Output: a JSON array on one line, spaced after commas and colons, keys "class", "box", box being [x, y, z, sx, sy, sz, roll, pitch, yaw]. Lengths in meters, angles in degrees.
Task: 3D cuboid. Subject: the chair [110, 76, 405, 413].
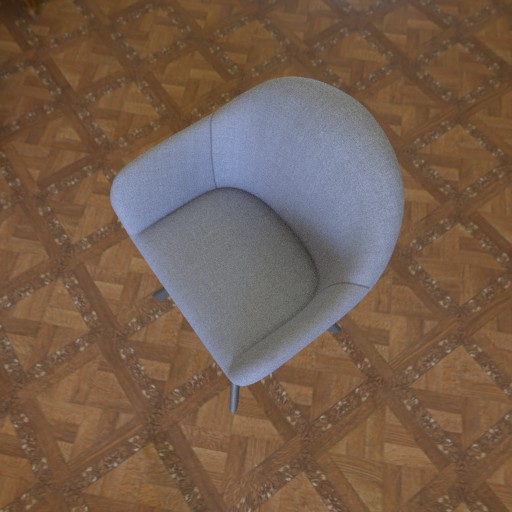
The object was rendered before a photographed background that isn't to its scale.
[{"class": "chair", "box": [0.000, 0.000, 1.184, 0.550, 0.795, 0.590, -34, 69, -15]}]
